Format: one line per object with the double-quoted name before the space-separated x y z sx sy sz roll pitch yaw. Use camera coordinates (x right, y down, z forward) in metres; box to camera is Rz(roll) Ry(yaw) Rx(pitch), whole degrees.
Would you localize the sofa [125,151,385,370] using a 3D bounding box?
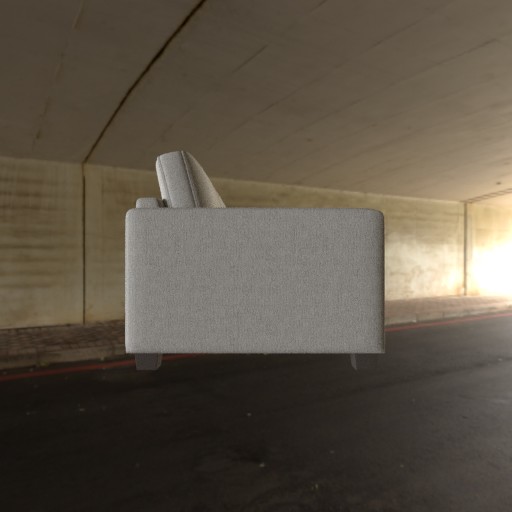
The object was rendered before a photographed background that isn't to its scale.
"sofa" 0.000 0.000 2.573 0.900 0.800 2.160 0 0 0
